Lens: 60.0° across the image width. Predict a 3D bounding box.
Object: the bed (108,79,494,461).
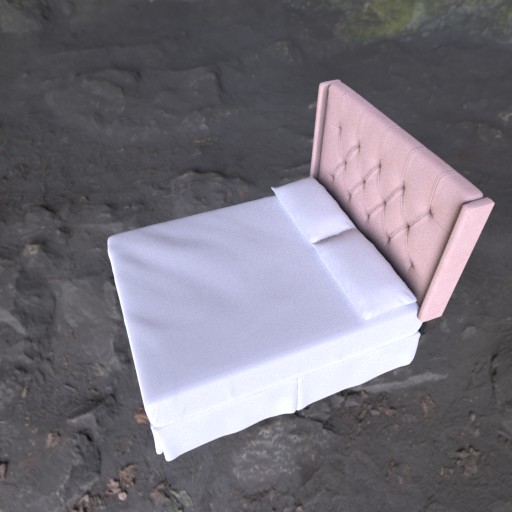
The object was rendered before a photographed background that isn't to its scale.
[{"bbox_3d":[0.000,0.000,3.221,2.066,1.665,1.719,-16,47,-15],"label":"bed"}]
